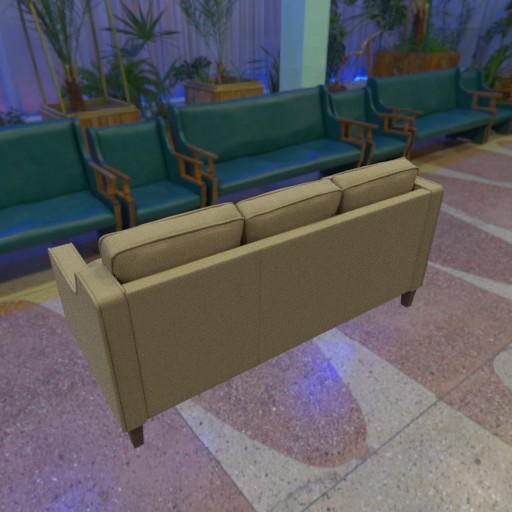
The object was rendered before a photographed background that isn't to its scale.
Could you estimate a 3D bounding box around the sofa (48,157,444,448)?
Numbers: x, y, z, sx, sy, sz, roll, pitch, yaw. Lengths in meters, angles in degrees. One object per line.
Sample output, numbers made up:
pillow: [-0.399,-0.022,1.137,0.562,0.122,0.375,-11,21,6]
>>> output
sofa: [0.000,0.000,2.510,1.986,0.974,0.911,-19,35,-30]
